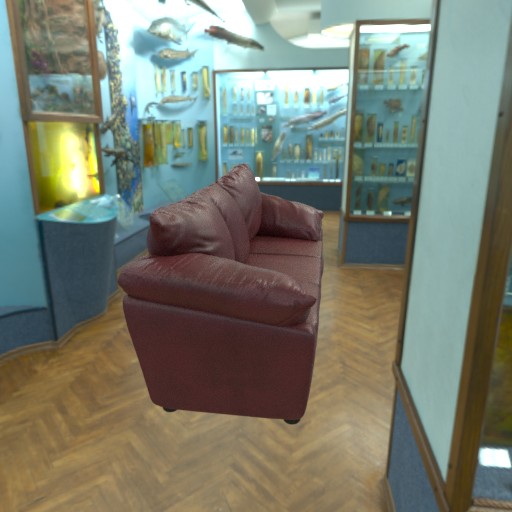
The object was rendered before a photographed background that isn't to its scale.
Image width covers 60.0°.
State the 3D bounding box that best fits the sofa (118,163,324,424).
[{"bbox_3d":[0.000,0.000,2.988,0.907,1.091,2.390,2,16,9],"label":"sofa"}]
